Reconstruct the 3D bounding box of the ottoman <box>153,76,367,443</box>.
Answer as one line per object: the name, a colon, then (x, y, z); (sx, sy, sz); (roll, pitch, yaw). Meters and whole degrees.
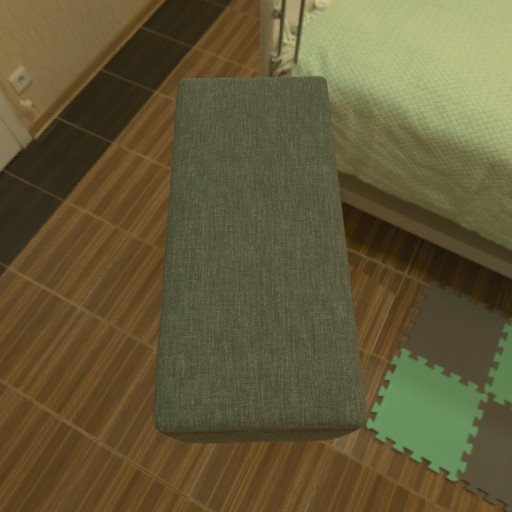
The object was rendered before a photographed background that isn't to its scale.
ottoman: (0.000, 0.000, 1.168); (0.419, 0.432, 0.902); (-1, 65, 0)
